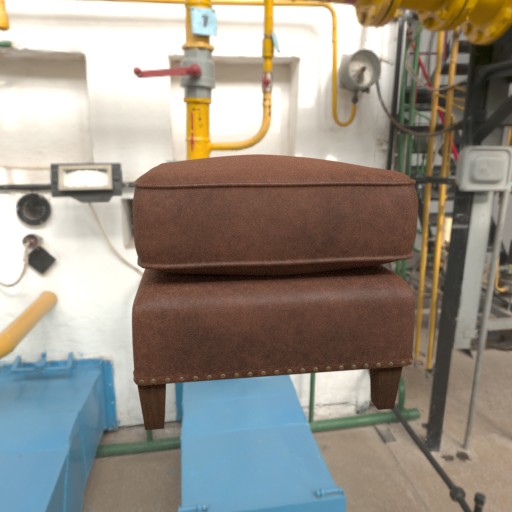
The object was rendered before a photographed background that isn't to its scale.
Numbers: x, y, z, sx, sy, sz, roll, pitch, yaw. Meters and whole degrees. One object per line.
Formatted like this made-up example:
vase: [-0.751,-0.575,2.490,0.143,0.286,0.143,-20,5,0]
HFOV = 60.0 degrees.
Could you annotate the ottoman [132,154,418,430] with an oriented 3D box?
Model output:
ottoman: [0.000,0.000,1.200,0.589,0.537,0.738,-2,14,-8]
